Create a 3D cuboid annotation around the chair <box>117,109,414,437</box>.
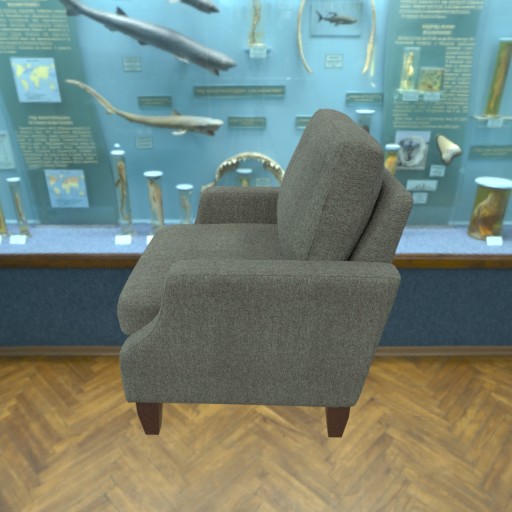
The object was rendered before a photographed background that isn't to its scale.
[{"bbox_3d":[0.000,0.000,1.657,0.897,0.993,0.855,0,26,1],"label":"chair"}]
